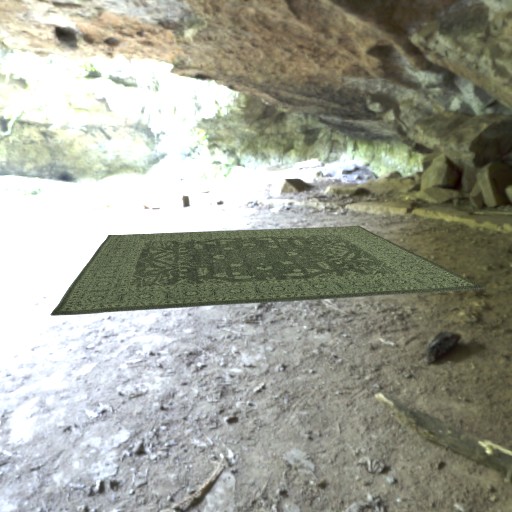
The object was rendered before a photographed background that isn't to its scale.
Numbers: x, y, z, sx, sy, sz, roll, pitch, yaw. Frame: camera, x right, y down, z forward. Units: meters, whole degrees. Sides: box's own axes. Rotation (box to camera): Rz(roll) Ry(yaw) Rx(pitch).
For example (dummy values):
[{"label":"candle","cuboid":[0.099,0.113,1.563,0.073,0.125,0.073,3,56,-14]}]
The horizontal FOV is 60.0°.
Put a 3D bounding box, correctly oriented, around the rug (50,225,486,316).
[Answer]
[{"label":"rug","cuboid":[0.000,0.000,4.205,3.069,0.026,2.451,-2,15,-9]}]
